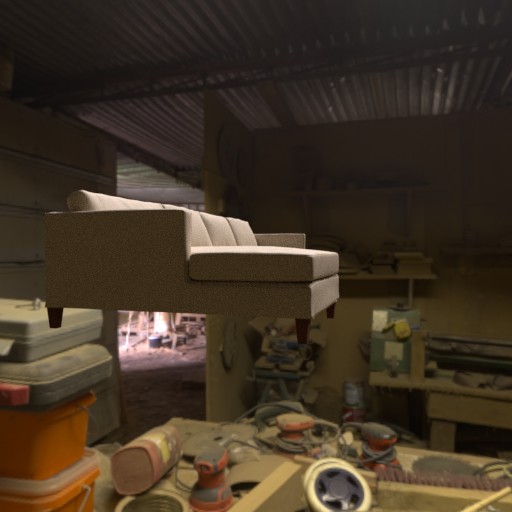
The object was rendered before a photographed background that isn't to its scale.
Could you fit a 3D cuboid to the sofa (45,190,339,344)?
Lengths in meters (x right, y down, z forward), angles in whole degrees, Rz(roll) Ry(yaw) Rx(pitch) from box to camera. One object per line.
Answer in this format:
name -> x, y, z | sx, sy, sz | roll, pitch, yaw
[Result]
sofa -> 0.000, 0.000, 3.874 | 1.625, 0.846, 3.186 | 0, 0, 18
